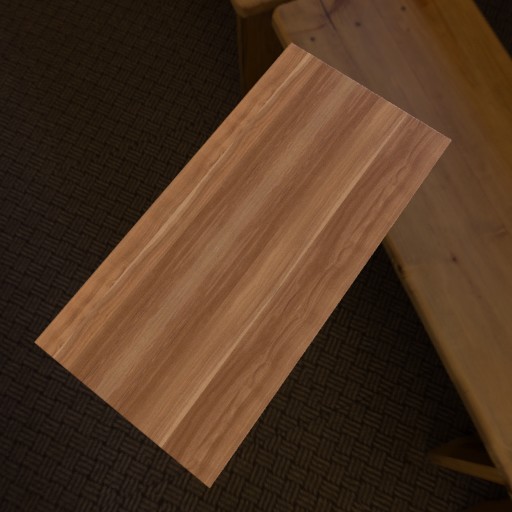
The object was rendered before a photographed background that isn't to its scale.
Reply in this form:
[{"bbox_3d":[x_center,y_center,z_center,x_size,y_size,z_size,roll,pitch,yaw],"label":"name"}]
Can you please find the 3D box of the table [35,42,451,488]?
[{"bbox_3d":[0.000,0.000,2.496,1.000,0.770,2.000,35,78,9],"label":"table"}]
